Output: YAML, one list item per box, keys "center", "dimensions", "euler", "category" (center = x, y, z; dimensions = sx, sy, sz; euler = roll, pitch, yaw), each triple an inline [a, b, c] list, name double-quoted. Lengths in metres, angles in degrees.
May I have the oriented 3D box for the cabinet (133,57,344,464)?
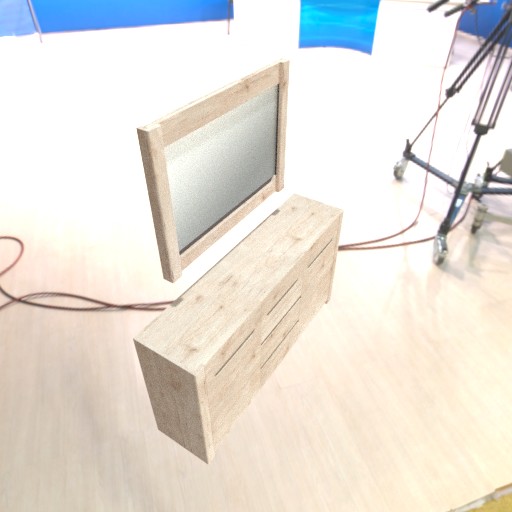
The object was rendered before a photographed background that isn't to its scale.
- center: [0.000, 0.000, 2.725]
  dimensions: [0.420, 1.981, 1.700]
  euler: [23, 45, 25]
  category: "cabinet"
